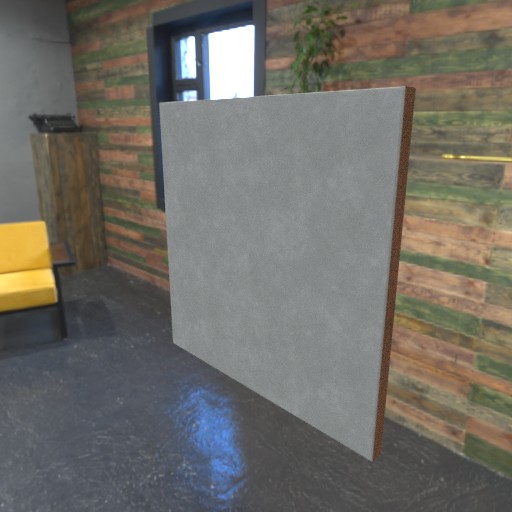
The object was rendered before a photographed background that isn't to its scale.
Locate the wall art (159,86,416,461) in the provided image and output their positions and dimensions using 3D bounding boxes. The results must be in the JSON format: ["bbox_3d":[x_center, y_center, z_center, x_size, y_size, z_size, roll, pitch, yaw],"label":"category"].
[{"bbox_3d":[0.000,0.000,0.448,0.015,0.303,0.303,-15,22,-42],"label":"wall art"}]
